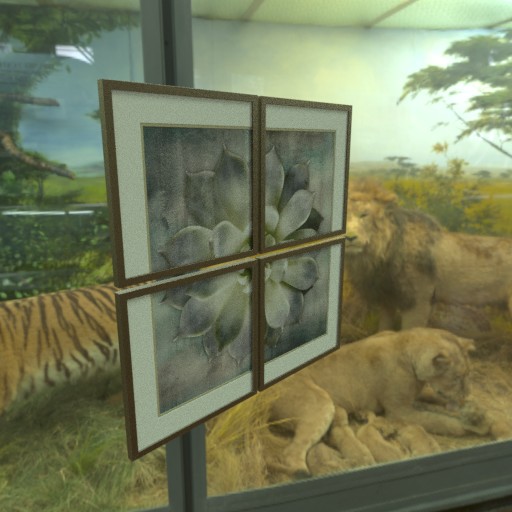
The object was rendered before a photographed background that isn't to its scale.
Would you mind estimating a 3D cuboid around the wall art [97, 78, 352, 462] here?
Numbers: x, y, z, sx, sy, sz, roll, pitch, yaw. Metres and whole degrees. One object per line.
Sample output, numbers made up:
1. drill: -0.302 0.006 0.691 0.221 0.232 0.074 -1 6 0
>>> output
1. wall art: 0.000 0.000 1.510 1.032 1.032 0.030 -14 20 -43
